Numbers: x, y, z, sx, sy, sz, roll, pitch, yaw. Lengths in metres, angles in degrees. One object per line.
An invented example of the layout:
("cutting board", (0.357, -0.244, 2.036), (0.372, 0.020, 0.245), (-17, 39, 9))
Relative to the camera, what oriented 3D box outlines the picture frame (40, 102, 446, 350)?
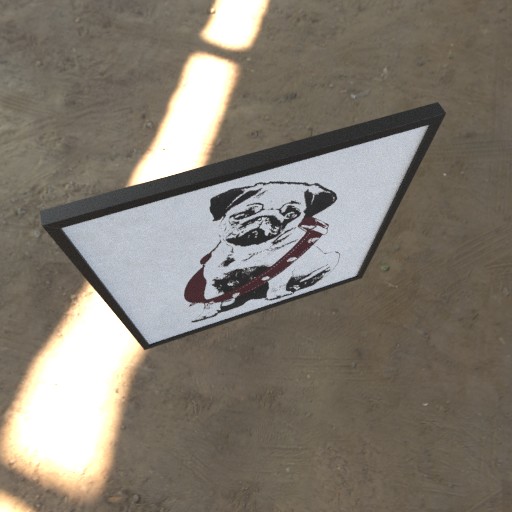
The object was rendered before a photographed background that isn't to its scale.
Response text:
("picture frame", (0.000, 0.000, 1.155), (0.775, 0.775, 0.032), (-17, 64, -9))
